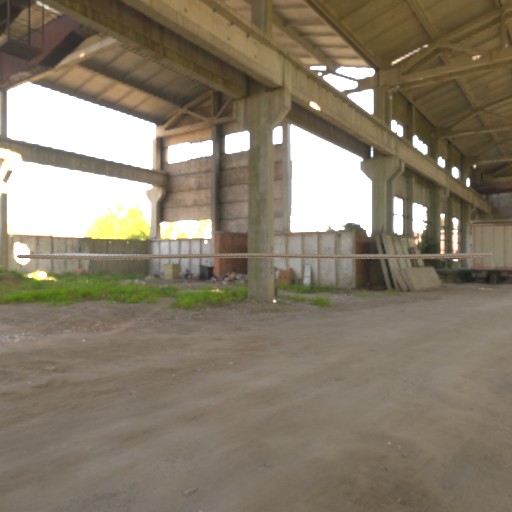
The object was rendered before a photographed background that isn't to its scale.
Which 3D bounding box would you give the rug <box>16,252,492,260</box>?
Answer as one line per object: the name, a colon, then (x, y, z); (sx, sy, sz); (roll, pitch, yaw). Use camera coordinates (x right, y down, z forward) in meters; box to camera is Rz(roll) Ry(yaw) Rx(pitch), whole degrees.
rug: (0.000, 0.000, 3.992); (3.011, 0.054, 2.399); (0, 0, 2)
